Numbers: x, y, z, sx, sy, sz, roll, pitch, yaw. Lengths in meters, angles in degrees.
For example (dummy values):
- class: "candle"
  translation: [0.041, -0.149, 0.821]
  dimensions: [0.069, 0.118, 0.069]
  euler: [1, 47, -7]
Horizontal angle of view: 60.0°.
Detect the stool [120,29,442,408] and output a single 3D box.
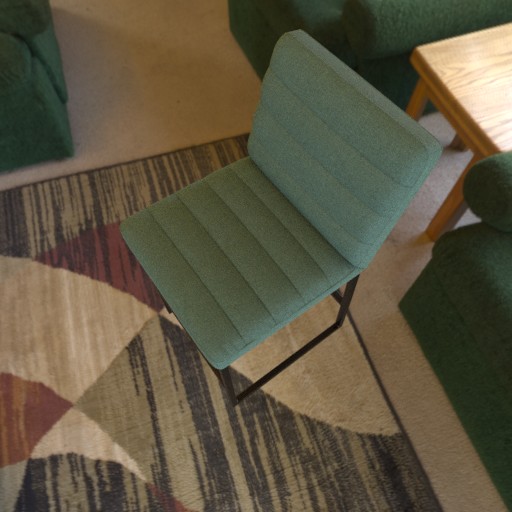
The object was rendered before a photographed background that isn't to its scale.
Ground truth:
- class: "stool"
  translation: [0.000, 0.000, 1.238]
  dimensions: [0.560, 0.940, 0.460]
  euler: [-33, 66, -16]
